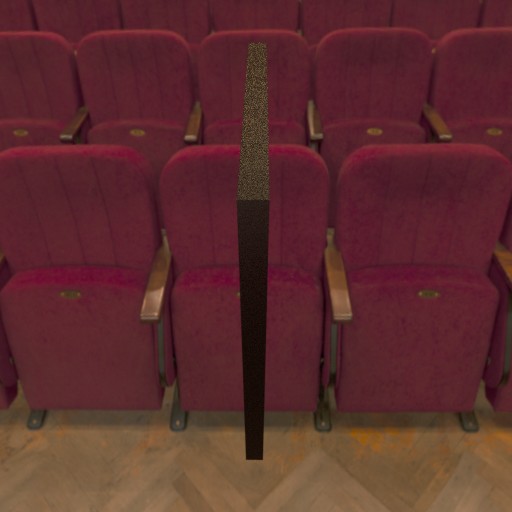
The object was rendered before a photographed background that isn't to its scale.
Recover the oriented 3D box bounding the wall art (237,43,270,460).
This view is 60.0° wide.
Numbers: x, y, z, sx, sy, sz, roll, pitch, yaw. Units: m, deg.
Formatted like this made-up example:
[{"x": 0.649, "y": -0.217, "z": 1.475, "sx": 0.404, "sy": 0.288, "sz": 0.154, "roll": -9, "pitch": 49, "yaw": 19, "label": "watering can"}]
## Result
[{"x": 0.000, "y": 0.000, "z": 0.769, "sx": 0.031, "sy": 0.558, "sz": 0.461, "roll": 0, "pitch": 42, "yaw": 0, "label": "wall art"}]
